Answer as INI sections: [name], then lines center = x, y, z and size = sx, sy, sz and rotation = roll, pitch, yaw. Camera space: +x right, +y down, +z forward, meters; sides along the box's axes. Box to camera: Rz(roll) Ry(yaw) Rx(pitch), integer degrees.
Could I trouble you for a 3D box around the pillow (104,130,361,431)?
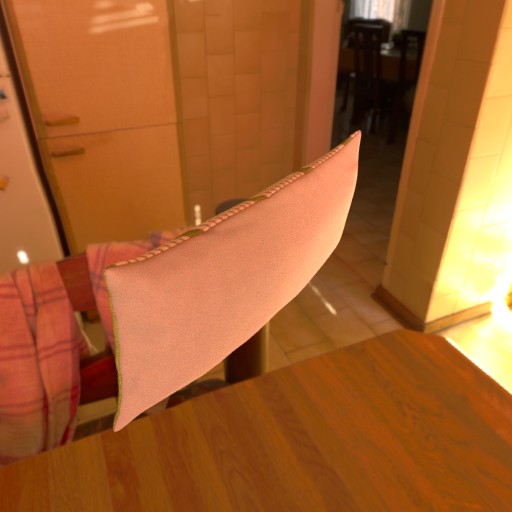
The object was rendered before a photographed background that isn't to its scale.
[pillow]
center = 0.000, 0.000, 0.739
size = 0.156, 0.292, 0.608
rotation = 20, 37, 30
